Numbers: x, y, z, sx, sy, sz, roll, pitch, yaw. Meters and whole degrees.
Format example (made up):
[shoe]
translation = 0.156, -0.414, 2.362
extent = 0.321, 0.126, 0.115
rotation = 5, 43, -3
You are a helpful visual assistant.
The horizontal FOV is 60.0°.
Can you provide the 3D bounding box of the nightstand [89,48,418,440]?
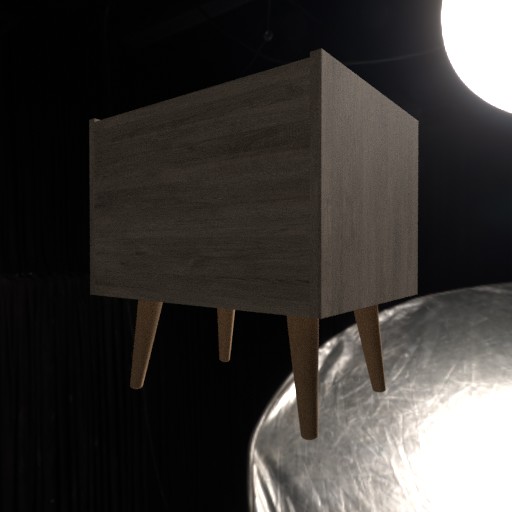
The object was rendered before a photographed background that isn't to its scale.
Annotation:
[nightstand]
translation = 0.000, 0.000, 0.825
extent = 0.480, 0.500, 0.380
rotation = 1, 1, 37
